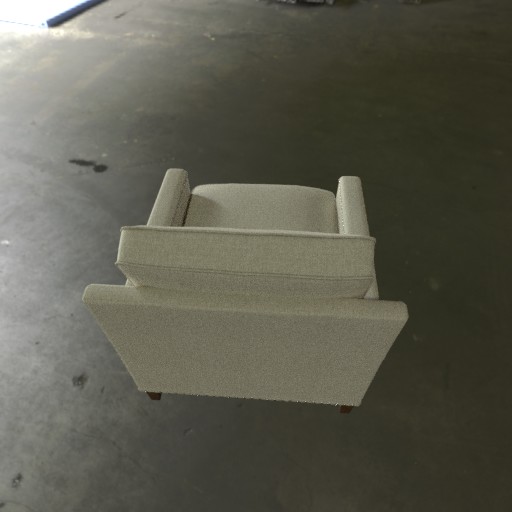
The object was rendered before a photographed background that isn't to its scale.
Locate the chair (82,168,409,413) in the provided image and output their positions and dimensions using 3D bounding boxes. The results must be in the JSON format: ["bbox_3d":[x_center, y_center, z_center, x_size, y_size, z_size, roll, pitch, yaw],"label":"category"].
[{"bbox_3d":[0.000,0.000,1.715,0.853,0.943,1.014,3,46,3],"label":"chair"}]
